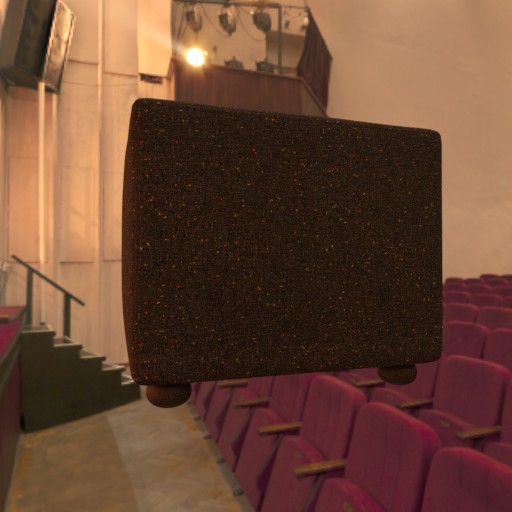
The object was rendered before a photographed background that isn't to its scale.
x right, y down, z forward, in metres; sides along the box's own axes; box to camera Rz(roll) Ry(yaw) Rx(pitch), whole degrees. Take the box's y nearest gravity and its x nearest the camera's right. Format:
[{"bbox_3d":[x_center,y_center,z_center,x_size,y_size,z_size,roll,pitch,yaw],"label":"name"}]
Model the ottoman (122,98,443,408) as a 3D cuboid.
[{"bbox_3d":[0.000,0.000,0.878,0.508,0.432,0.508,0,-1,-18],"label":"ottoman"}]
